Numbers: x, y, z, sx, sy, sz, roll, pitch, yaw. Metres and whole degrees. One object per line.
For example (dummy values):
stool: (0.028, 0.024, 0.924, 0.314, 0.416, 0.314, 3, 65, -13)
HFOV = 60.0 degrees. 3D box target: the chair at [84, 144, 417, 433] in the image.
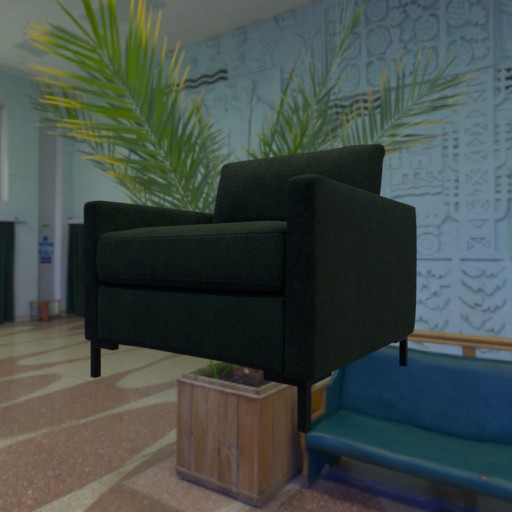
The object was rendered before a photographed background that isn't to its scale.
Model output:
chair: (0.000, 0.000, 1.649, 0.963, 0.861, 0.866, 0, 0, 35)
